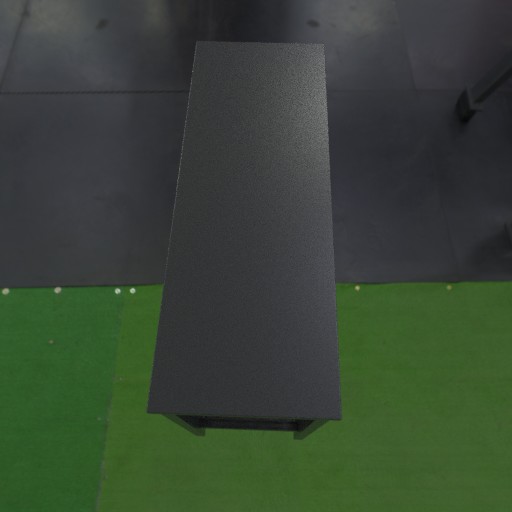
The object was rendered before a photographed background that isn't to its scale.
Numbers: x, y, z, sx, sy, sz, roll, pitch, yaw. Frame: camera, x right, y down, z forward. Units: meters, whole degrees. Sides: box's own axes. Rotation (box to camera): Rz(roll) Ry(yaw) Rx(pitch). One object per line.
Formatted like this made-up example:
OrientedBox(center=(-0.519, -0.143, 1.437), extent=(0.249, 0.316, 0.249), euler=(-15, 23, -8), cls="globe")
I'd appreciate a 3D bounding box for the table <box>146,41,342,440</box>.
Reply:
OrientedBox(center=(0.000, 0.000, 1.442), extent=(0.397, 0.753, 1.068), euler=(2, 64, 1), cls="table")
